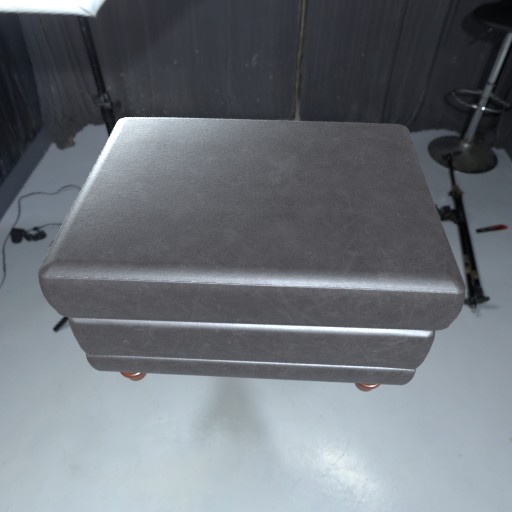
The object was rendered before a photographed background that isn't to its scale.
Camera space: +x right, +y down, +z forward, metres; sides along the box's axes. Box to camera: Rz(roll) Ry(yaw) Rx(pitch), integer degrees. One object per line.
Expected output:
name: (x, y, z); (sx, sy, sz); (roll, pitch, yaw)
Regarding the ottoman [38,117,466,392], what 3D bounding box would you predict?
ottoman: (0.000, 0.000, 1.146); (0.795, 0.498, 0.590); (2, 46, 2)
